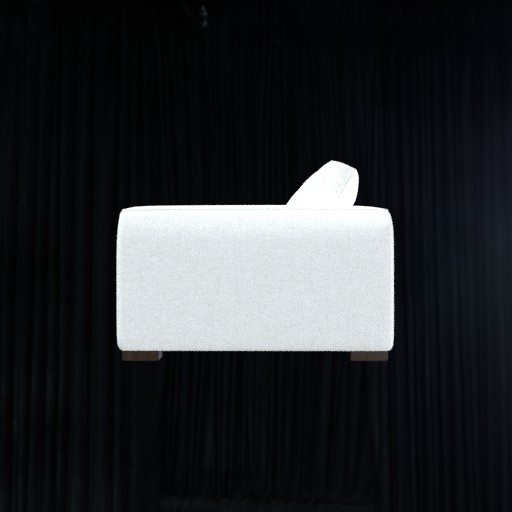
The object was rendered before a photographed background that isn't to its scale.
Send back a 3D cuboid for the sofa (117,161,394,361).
[{"bbox_3d":[0.000,0.000,2.765,1.070,0.801,2.262,0,0,0],"label":"sofa"}]
